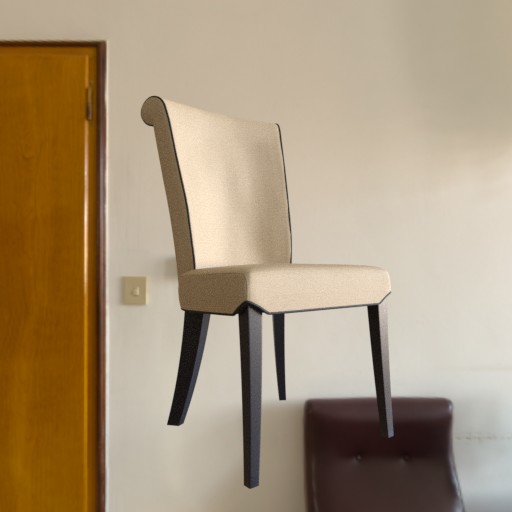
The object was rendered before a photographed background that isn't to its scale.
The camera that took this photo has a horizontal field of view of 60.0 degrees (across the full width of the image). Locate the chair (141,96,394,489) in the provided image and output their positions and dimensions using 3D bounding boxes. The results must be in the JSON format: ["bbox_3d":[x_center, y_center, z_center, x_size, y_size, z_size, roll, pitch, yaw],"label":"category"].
[{"bbox_3d":[0.000,0.000,1.333,0.522,0.997,0.623,0,-1,-36],"label":"chair"}]
